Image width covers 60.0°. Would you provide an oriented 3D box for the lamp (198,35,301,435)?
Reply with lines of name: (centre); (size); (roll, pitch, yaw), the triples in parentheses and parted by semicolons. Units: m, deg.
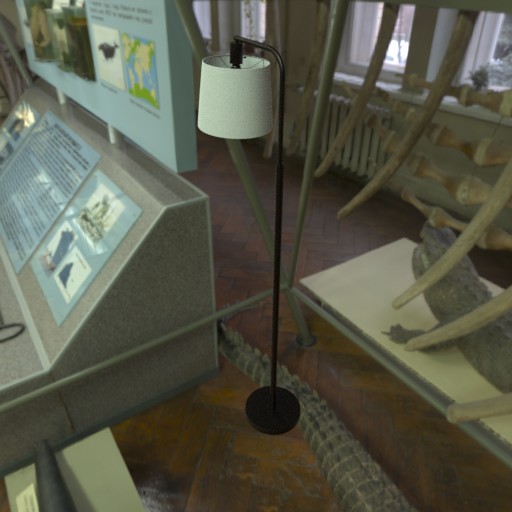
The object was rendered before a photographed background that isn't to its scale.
lamp: (0.000, 0.000, 1.669); (0.254, 1.478, 0.508); (-20, 36, -29)
